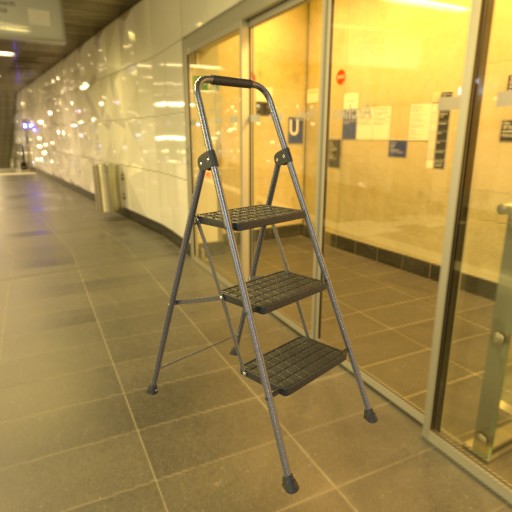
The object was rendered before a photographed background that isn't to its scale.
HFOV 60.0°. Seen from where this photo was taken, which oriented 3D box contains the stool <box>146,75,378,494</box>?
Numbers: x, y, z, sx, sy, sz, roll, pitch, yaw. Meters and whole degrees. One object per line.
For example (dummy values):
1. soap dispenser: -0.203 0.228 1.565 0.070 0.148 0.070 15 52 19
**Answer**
1. stool: 0.000 0.000 1.465 0.733 1.121 0.473 14 21 42
